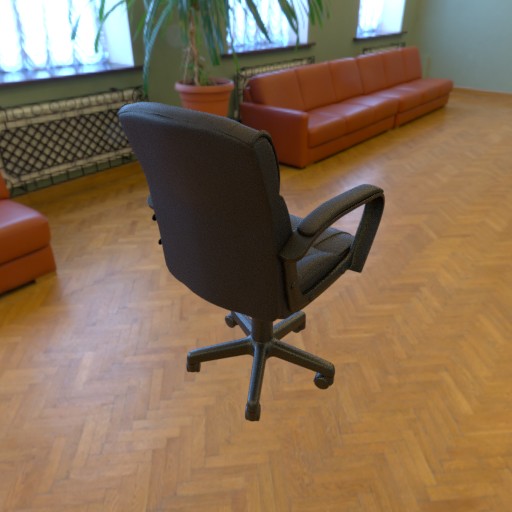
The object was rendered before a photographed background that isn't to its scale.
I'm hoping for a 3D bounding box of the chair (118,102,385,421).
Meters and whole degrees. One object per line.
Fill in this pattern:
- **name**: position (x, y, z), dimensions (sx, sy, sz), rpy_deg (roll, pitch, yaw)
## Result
- **chair**: position (0.000, 0.000, 1.399), dimensions (0.576, 0.998, 0.641), rpy_deg (22, 37, 33)
